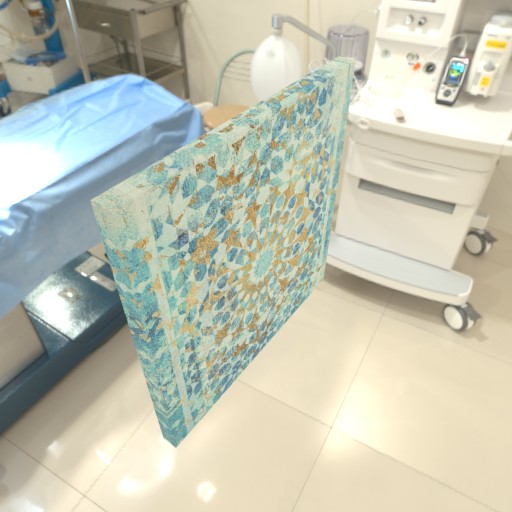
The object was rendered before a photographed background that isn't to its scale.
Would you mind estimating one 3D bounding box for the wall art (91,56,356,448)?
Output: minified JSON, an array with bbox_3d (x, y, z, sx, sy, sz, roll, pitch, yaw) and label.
[{"bbox_3d":[0.000,0.000,0.899,0.040,0.609,0.609,27,49,26],"label":"wall art"}]
